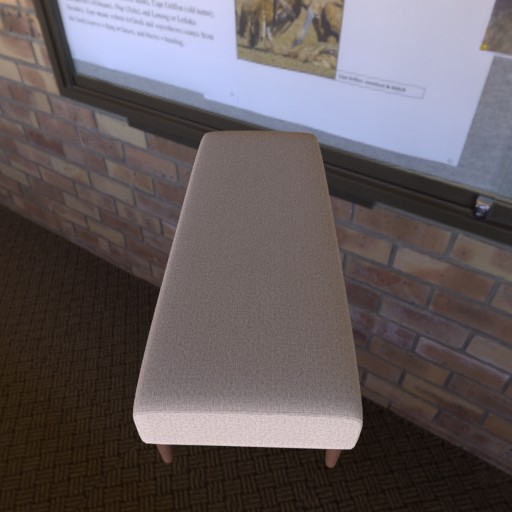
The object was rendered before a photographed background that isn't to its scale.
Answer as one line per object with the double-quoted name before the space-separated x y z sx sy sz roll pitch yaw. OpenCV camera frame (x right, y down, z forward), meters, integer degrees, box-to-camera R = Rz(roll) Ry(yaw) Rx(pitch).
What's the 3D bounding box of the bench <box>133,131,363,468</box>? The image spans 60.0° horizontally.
"bench" 0.000 0.000 1.823 0.631 0.383 1.598 1 41 1
